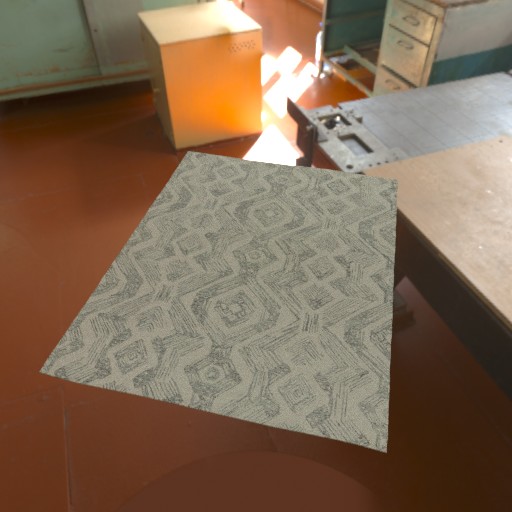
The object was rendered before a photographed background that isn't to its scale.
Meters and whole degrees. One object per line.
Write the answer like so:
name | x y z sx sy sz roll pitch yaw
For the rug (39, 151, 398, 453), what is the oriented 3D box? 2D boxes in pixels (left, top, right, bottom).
rug | 0.000 0.000 3.992 2.430 0.030 3.054 10 45 10
